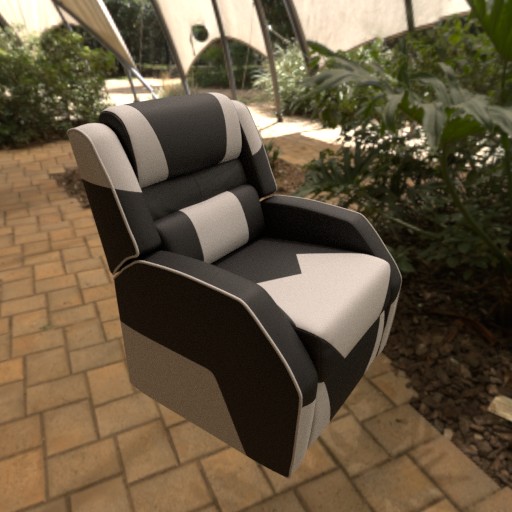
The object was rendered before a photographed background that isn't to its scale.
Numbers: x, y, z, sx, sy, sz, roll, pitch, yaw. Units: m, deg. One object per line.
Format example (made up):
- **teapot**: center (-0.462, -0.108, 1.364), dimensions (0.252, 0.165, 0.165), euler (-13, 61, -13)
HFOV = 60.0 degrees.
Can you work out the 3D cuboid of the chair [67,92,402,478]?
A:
- **chair**: center (0.000, 0.000, 1.245), dimensions (0.672, 0.805, 0.620), euler (18, 31, 31)
